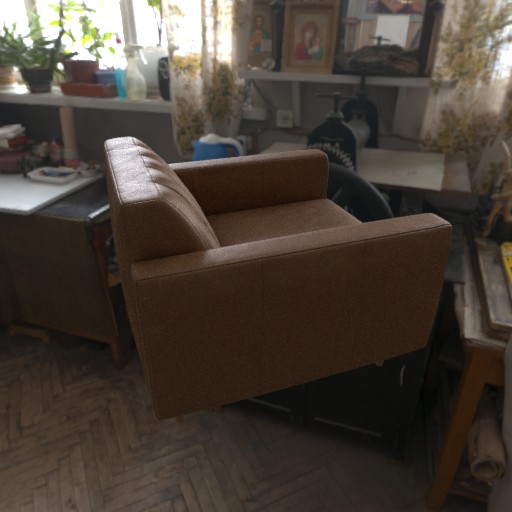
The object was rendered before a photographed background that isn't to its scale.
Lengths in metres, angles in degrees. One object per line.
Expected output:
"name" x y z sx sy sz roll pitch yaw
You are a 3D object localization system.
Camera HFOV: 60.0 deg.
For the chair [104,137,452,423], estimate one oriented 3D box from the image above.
"chair" 0.000 0.000 1.683 0.998 0.819 0.953 -10 31 -18
